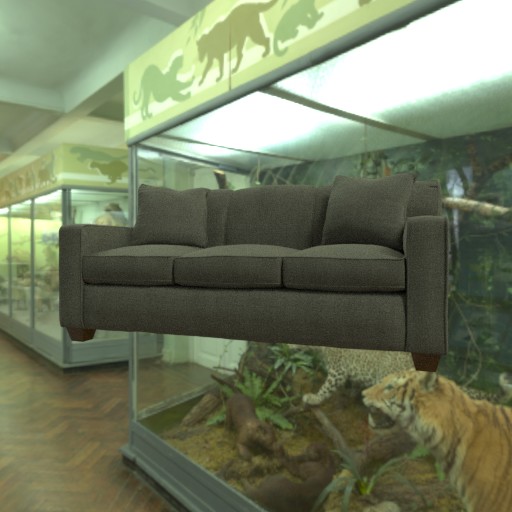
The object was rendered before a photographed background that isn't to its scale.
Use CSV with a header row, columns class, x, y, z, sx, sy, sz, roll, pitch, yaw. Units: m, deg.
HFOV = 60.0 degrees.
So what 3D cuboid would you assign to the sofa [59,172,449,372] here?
class,x,y,z,sx,sy,sz,roll,pitch,yaw
sofa,0.000,0.000,2.563,2.024,0.958,0.997,0,1,19
